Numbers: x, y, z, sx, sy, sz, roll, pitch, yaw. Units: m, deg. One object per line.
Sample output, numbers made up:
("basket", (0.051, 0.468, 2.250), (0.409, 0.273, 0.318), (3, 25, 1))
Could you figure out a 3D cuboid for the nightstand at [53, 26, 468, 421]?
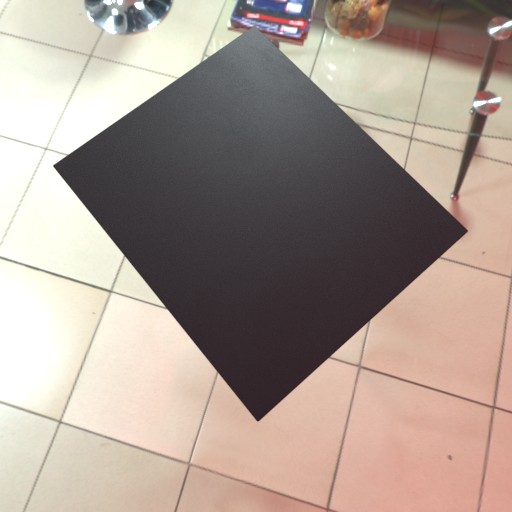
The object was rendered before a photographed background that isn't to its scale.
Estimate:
("nightstand", (0.000, 0.000, 0.954), (0.402, 0.623, 0.479), (-39, 78, -10))
